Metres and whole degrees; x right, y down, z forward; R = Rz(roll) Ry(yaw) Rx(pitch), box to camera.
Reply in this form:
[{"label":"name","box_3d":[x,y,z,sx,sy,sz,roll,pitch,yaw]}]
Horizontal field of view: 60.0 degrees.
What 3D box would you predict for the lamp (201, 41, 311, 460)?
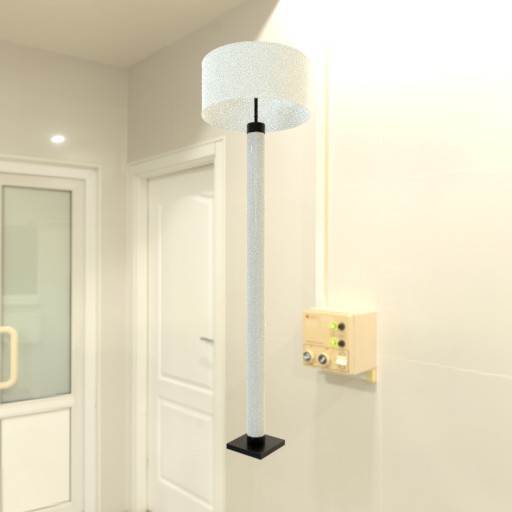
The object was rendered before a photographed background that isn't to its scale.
[{"label":"lamp","box_3d":[0.000,0.000,1.709,0.420,1.475,0.420,0,0,36]}]
